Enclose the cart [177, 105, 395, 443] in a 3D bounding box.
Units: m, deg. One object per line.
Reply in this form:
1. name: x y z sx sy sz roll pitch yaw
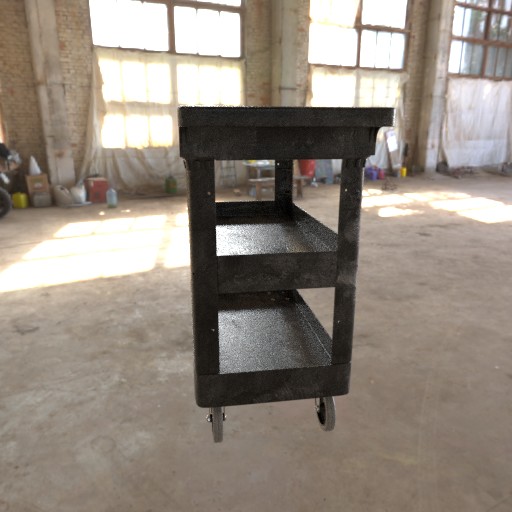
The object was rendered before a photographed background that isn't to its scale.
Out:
1. cart: 0.000 0.000 1.345 0.420 0.824 0.877 -2 16 -8
